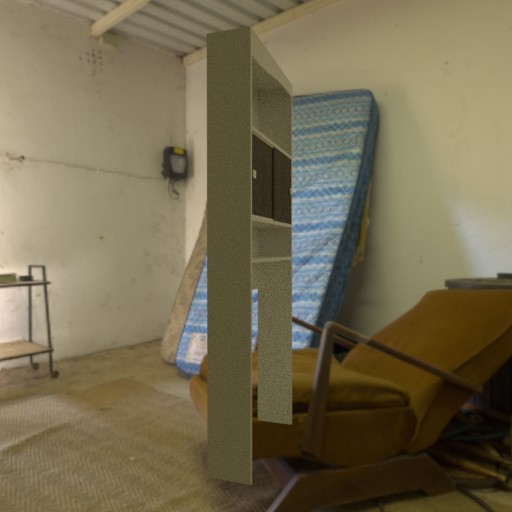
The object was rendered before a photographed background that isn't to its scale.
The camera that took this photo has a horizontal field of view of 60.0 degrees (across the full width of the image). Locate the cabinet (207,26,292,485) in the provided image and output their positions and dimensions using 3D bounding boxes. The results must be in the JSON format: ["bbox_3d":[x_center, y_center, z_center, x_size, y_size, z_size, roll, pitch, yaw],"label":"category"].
[{"bbox_3d":[0.000,0.000,2.042,0.192,1.770,0.643,0,1,19],"label":"cabinet"}]
